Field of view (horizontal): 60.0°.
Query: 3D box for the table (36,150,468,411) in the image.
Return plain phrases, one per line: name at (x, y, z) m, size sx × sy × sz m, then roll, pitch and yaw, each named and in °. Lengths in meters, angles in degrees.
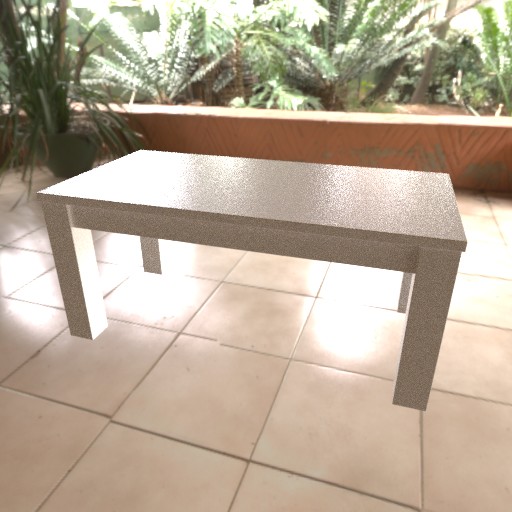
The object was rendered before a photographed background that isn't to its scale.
table at (0.000, 0.000, 2.314) m, size 1.800 × 0.790 × 0.900 m, roll 8°, pitch 27°, yaw 16°
